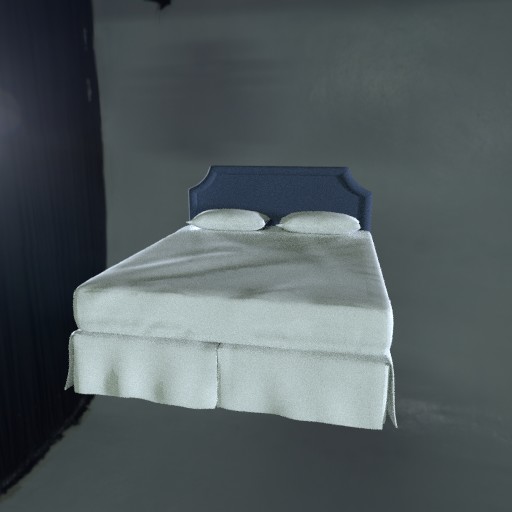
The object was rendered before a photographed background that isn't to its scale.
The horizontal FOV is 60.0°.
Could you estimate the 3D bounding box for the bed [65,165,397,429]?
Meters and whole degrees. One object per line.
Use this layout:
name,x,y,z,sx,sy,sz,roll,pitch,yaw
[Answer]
bed,0.000,0.000,4.115,2.350,1.488,2.773,3,15,11
